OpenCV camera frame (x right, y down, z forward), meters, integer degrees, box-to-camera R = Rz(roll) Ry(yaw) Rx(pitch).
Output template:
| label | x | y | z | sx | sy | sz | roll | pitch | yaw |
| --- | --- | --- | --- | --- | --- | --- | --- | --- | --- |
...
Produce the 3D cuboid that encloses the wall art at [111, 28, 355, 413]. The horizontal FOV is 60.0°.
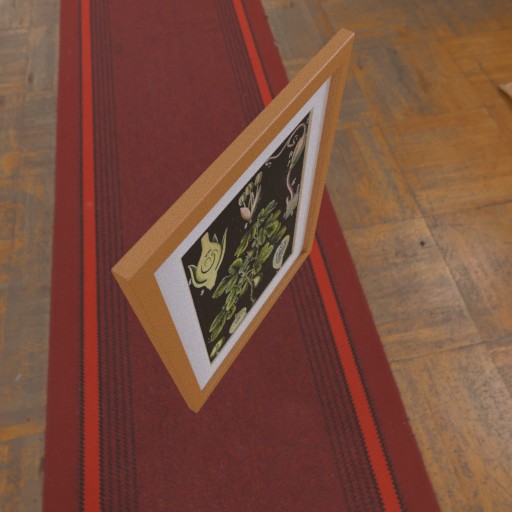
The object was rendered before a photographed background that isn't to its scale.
| label | x | y | z | sx | sy | sz | roll | pitch | yaw |
| --- | --- | --- | --- | --- | --- | --- | --- | --- | --- |
| wall art | 0.000 | 0.000 | 0.736 | 0.022 | 0.553 | 0.452 | 30 | 63 | 17 |
